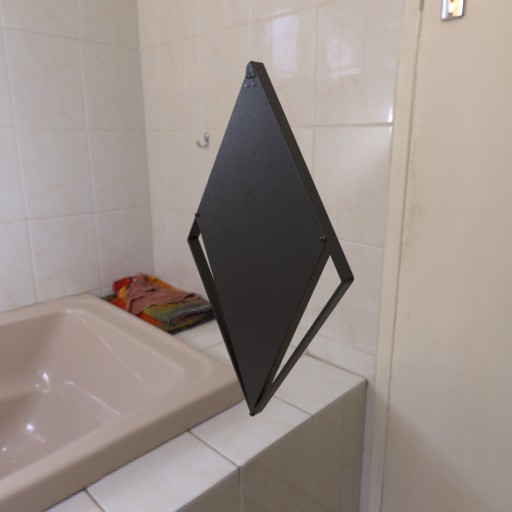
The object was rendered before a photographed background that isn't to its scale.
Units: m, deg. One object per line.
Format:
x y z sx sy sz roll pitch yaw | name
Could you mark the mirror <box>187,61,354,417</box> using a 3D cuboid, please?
0.000 0.000 0.834 0.032 0.679 0.419 -13 19 -42 | mirror
